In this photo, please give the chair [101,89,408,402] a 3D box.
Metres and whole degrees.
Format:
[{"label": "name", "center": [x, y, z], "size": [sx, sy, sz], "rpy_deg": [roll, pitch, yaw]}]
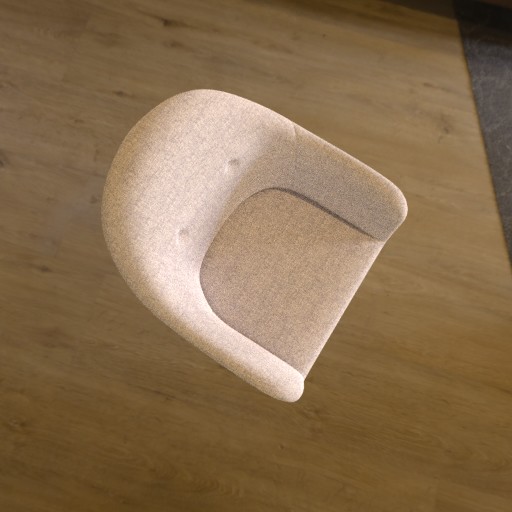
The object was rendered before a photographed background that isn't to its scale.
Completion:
[{"label": "chair", "center": [0.000, 0.000, 1.160], "size": [0.570, 0.780, 0.540], "rpy_deg": [32, 79, 7]}]
